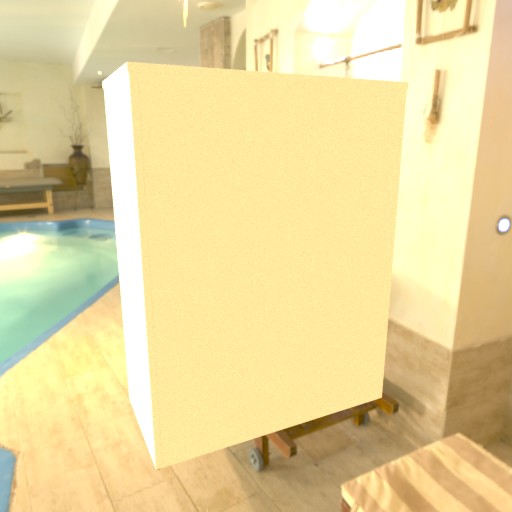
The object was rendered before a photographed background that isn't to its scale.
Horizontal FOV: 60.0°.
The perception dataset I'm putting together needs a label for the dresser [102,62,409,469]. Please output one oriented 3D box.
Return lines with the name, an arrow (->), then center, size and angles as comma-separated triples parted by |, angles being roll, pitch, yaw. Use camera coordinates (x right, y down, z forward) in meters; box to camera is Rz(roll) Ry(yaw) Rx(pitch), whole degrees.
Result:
dresser -> 0.000, 0.000, 1.413 | 0.800, 1.040, 0.380 | -7, 16, -25
